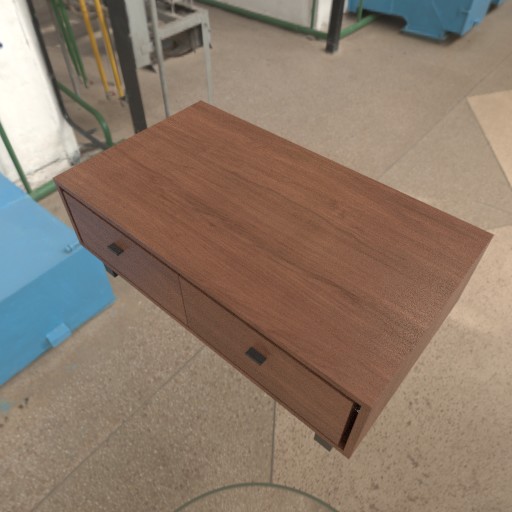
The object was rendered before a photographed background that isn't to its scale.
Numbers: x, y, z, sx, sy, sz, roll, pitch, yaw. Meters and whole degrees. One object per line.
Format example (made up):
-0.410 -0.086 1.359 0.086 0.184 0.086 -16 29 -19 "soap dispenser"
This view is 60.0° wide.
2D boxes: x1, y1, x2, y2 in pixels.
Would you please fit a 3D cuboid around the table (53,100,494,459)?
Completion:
0.000 0.000 1.294 1.020 0.380 0.600 32 55 26 "table"
